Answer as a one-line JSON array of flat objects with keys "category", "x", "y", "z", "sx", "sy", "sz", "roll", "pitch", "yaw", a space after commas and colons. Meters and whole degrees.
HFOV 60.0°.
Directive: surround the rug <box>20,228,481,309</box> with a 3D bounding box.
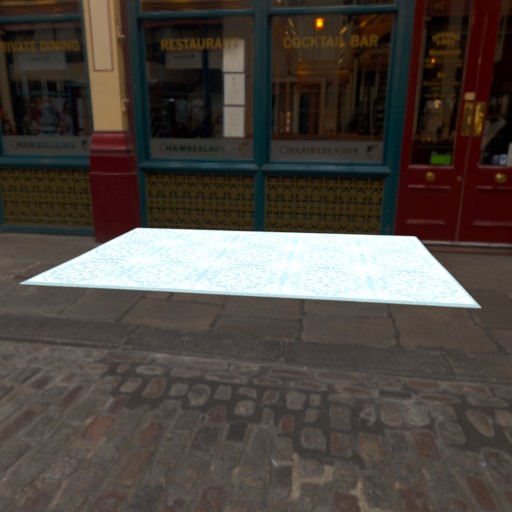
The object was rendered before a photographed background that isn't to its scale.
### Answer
[{"category": "rug", "x": 0.000, "y": 0.000, "z": 2.324, "sx": 1.840, "sy": 0.012, "sz": 1.219, "roll": 2, "pitch": 15, "yaw": 8}]
